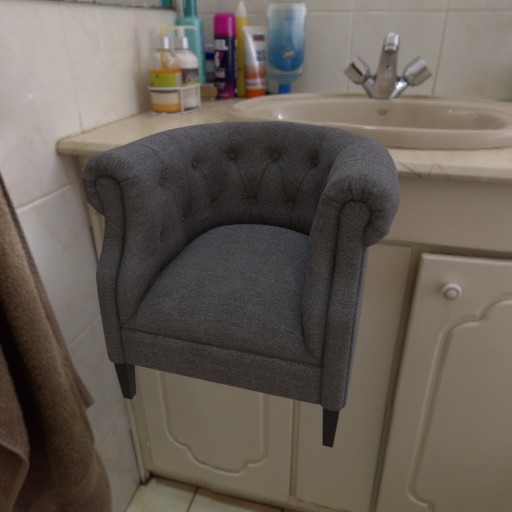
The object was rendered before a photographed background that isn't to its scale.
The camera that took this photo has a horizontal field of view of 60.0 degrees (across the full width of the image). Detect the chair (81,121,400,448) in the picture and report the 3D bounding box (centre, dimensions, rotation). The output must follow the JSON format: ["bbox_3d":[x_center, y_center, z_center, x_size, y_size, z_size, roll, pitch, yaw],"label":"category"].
[{"bbox_3d":[0.000,0.000,1.585,0.905,0.827,0.852,8,28,15],"label":"chair"}]
